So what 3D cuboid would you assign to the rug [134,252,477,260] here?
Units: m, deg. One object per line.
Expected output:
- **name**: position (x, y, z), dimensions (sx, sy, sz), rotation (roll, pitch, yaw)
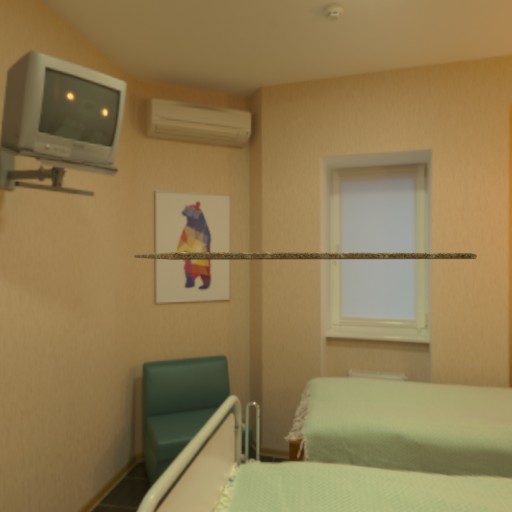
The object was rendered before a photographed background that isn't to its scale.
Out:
- **rug**: position (0.000, 0.000, 3.122), dimensions (1.524, 0.030, 2.438), rotation (0, 0, -19)
